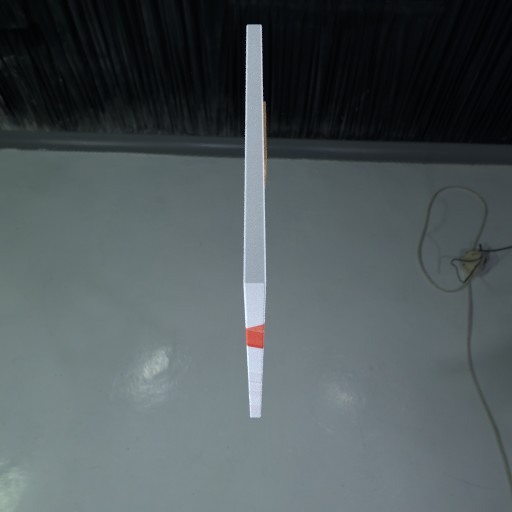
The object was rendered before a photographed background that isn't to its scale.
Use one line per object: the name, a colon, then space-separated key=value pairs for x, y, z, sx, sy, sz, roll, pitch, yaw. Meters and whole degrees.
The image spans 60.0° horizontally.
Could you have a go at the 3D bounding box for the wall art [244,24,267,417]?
wall art: x=0.000 y=0.000 z=1.124 sx=0.036 sy=0.848 sz=0.613 roll=0 pitch=58 yaw=0
